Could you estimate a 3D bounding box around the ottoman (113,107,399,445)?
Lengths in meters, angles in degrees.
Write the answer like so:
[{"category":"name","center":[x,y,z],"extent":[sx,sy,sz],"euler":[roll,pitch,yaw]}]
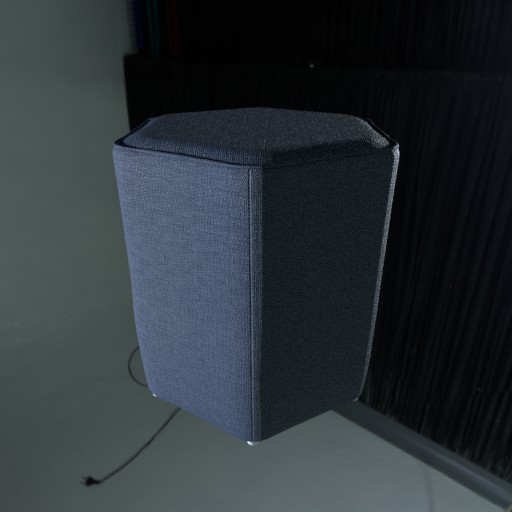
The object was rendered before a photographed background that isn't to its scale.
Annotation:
[{"category":"ottoman","center":[0.000,0.000,0.869],"extent":[0.492,0.505,0.454],"euler":[18,31,31]}]
